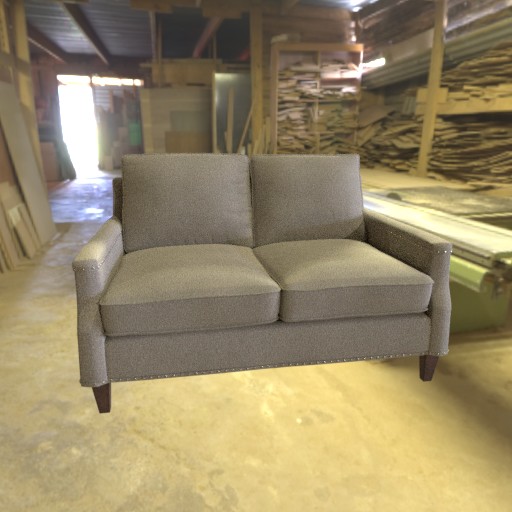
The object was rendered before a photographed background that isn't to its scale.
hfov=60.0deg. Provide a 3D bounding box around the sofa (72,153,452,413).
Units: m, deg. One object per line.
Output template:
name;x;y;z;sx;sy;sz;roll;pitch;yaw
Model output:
sofa;0.000;0.000;2.270;1.597;1.003;1.084;-3;16;-9
